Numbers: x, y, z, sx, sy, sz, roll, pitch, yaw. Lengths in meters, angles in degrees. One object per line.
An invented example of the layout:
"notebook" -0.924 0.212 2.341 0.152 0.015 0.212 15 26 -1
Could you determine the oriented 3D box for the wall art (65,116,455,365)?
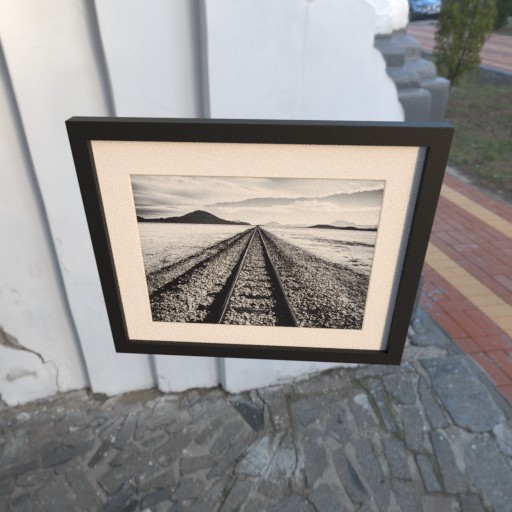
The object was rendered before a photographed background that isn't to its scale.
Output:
"wall art" 0.000 0.000 0.763 0.559 0.458 0.029 2 31 3
